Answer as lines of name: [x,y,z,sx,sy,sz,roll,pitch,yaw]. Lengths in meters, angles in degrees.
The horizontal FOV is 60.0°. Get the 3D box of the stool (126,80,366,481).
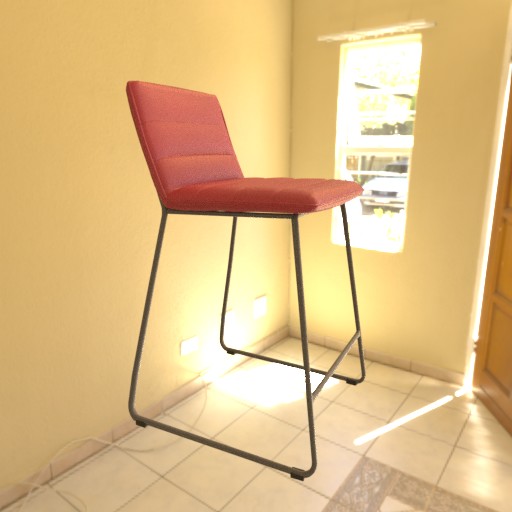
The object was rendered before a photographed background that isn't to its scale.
stool: [0.000,0.000,1.174,0.524,0.866,0.489,7,16,26]
